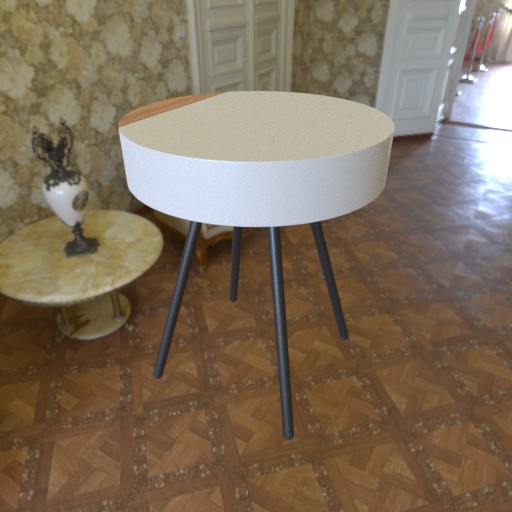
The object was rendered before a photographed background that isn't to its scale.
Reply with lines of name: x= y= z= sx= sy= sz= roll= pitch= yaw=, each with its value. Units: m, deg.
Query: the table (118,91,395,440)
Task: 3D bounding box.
table: x=0.000 y=0.000 z=0.853 sx=0.450 sy=0.525 sz=0.450 roll=0 pitch=31 yaw=0
